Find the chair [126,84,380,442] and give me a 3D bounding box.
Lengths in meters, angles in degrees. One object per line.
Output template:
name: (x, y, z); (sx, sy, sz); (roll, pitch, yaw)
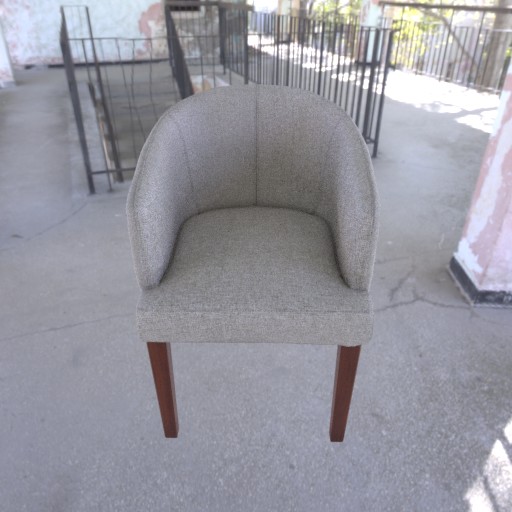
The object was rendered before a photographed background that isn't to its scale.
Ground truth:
chair: (0.000, 0.000, 1.248); (0.583, 0.811, 0.655); (1, 31, 1)
